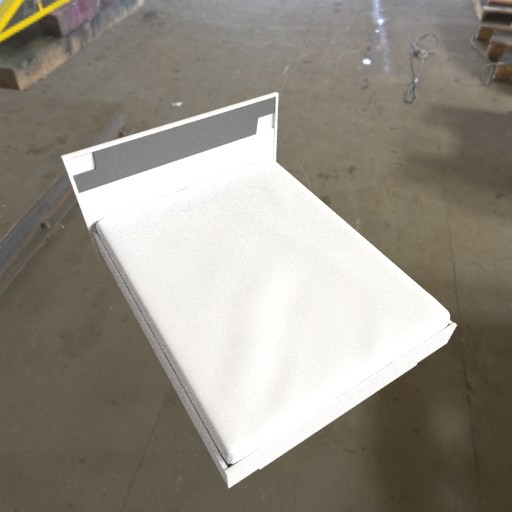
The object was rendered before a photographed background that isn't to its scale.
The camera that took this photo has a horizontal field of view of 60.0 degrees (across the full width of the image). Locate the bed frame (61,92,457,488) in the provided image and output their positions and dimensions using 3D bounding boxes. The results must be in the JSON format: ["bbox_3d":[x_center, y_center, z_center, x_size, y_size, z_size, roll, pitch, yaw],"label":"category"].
[{"bbox_3d":[0.000,0.000,2.976,1.711,1.001,2.100,-24,51,-22],"label":"bed frame"}]
